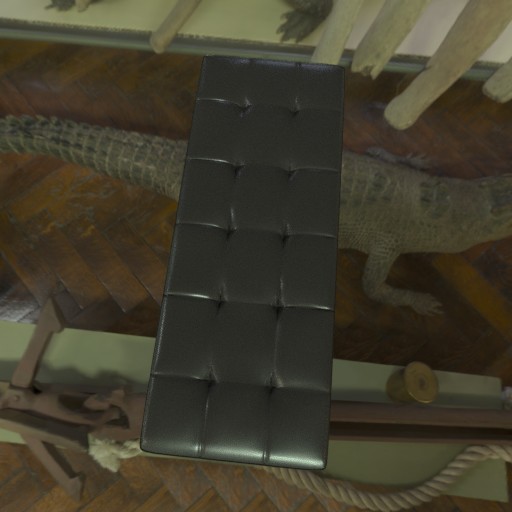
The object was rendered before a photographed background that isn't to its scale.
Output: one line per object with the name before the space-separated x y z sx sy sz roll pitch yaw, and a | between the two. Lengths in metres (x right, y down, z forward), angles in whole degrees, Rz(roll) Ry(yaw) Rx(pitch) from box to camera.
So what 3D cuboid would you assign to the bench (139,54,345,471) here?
bench | 0.000 0.000 1.348 0.432 0.460 1.105 5 73 2
